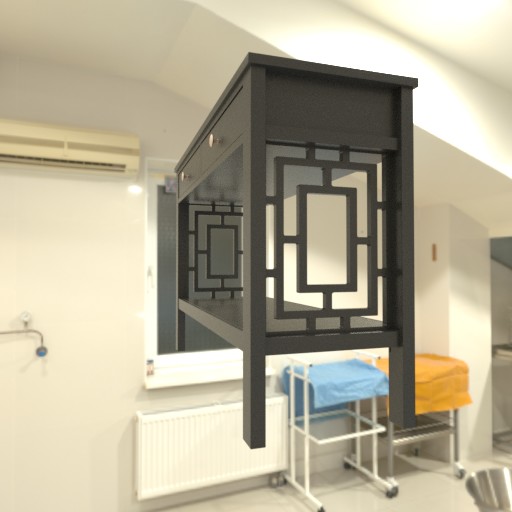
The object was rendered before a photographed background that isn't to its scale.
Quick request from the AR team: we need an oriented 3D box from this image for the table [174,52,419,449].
[{"bbox_3d":[0.000,0.000,1.398,0.397,0.753,1.068,0,-1,-18],"label":"table"}]
